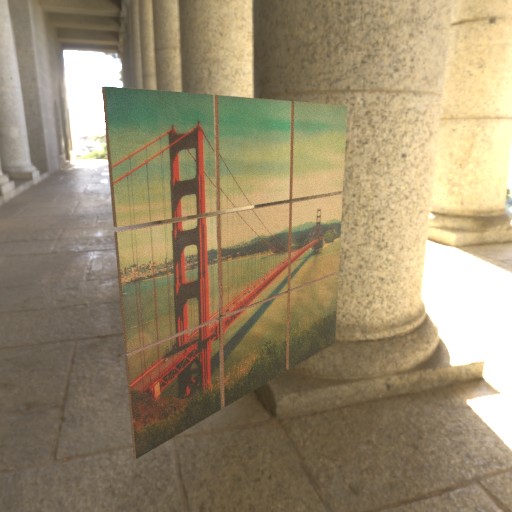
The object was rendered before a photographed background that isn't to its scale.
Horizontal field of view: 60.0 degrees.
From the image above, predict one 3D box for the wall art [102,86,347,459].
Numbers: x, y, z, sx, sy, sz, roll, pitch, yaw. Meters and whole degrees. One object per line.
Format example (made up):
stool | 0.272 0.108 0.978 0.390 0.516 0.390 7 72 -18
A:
wall art | 0.000 0.000 1.798 0.016 1.207 1.217 14 21 42
